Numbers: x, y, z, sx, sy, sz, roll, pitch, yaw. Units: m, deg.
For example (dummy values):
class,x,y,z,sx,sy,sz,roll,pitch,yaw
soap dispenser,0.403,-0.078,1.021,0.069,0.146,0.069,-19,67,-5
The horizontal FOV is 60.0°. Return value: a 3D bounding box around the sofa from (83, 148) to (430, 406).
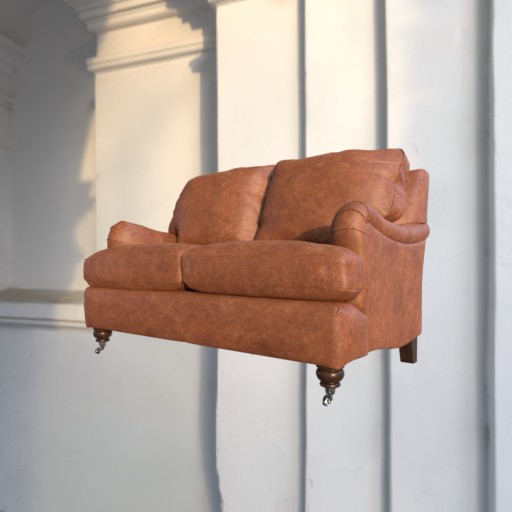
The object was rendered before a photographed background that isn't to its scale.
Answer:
class,x,y,z,sx,sy,sz,roll,pitch,yaw
sofa,0.000,0.000,2.255,1.527,1.004,1.077,0,0,38
